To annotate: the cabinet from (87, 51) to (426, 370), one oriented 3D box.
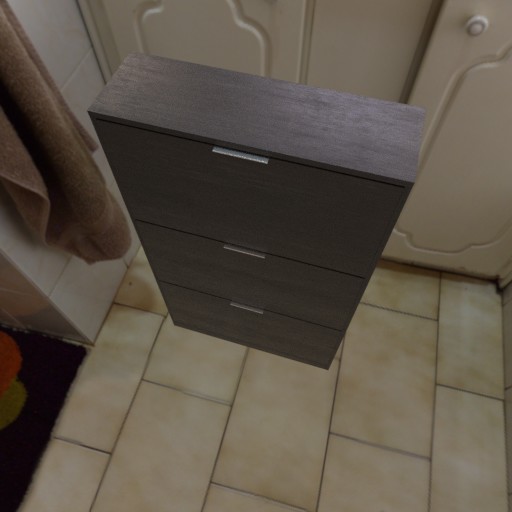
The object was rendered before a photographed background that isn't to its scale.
[{"bbox_3d":[0.000,0.000,1.569,0.750,1.280,0.250,15,60,9],"label":"cabinet"}]
